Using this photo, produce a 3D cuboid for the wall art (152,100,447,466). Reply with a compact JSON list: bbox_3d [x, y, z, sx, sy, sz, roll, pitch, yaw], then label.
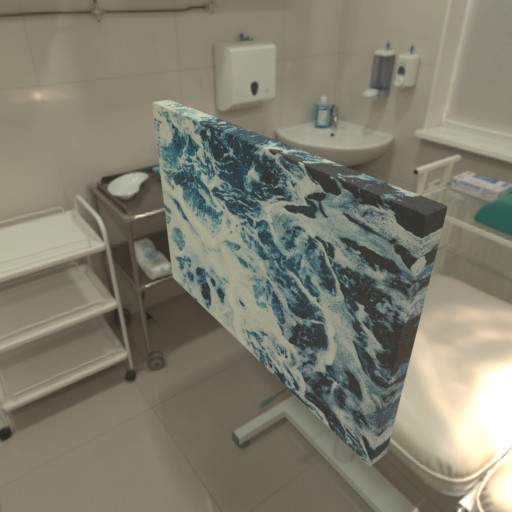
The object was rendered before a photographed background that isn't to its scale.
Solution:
[{"bbox_3d":[0.000,0.000,0.756,0.043,0.407,0.609,-21,37,-31],"label":"wall art"}]
